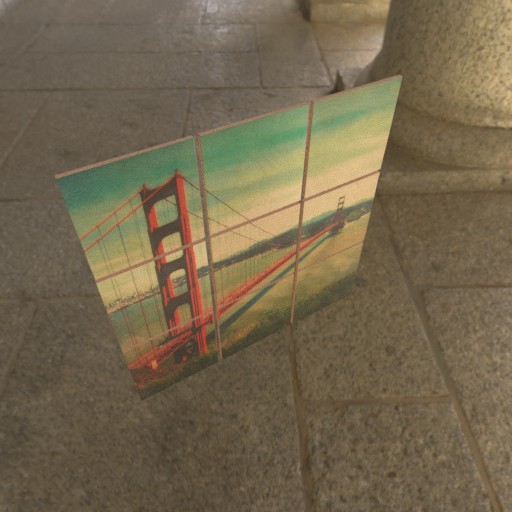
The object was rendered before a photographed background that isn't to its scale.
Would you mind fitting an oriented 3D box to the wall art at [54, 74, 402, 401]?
[{"bbox_3d":[0.000,0.000,1.797,1.217,1.207,0.016,-23,49,-21],"label":"wall art"}]
